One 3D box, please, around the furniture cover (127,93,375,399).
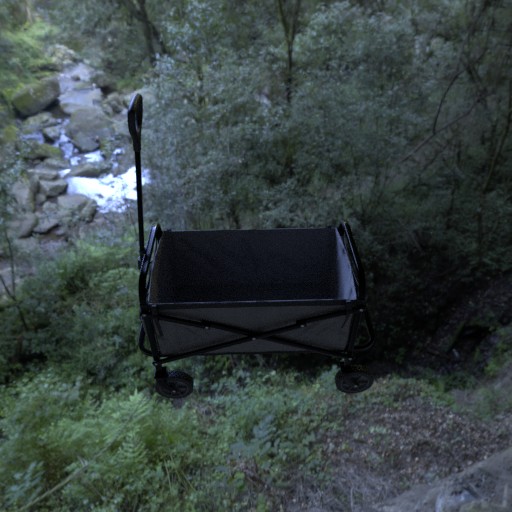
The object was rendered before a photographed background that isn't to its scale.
[{"bbox_3d":[0.000,0.000,1.783,1.038,1.295,0.532,-1,41,-1],"label":"furniture cover"}]
